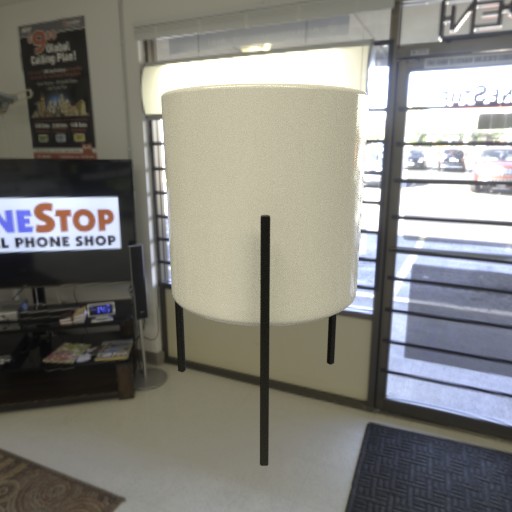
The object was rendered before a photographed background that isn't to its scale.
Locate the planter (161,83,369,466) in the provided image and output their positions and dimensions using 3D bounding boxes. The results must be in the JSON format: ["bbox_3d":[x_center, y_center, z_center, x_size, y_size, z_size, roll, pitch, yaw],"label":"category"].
[{"bbox_3d":[0.000,0.000,0.523,0.239,0.356,0.239,7,16,26],"label":"planter"}]
